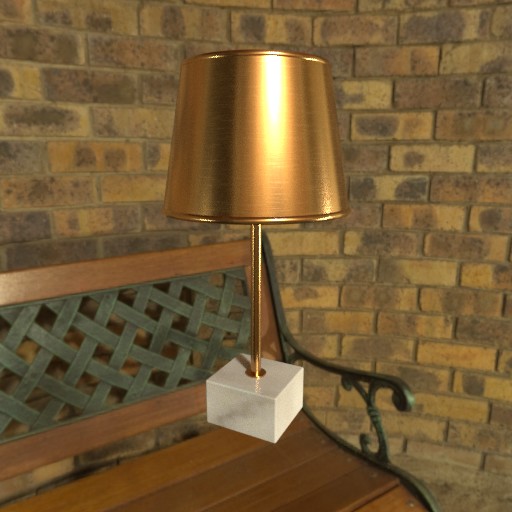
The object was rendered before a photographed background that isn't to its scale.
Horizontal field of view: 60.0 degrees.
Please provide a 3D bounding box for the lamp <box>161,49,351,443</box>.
[{"bbox_3d":[0.000,0.000,0.508,0.208,0.406,0.208,0,13,0],"label":"lamp"}]
